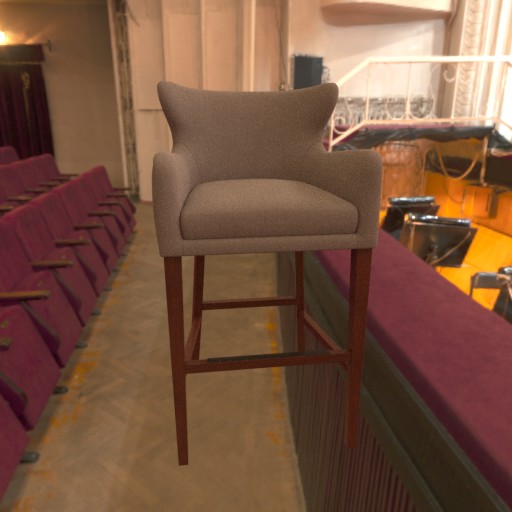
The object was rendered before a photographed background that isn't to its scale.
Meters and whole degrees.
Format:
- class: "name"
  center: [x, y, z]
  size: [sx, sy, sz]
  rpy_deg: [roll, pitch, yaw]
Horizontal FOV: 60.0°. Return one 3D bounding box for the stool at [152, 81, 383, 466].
- class: "stool"
  center: [0.000, 0.000, 1.400]
  size: [0.575, 1.047, 0.575]
  rpy_deg: [-2, 18, -8]
